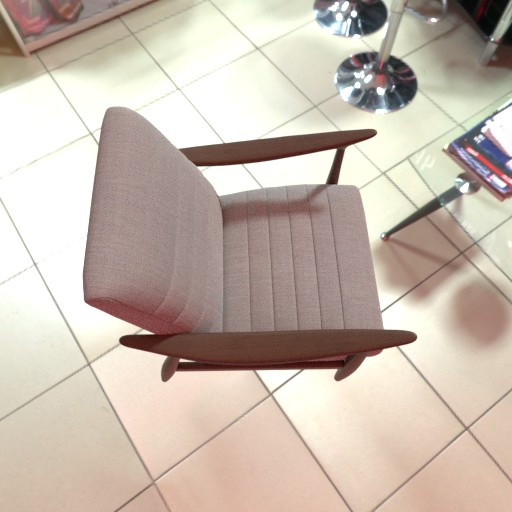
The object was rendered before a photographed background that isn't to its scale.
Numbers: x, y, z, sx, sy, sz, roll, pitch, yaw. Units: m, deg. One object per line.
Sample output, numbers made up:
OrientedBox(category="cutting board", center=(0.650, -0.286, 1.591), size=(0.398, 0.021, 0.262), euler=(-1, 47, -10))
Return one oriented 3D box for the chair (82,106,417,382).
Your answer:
OrientedBox(category="chair", center=(0.000, 0.000, 1.432), size=(0.798, 0.832, 0.741), euler=(-2, 65, -1))
